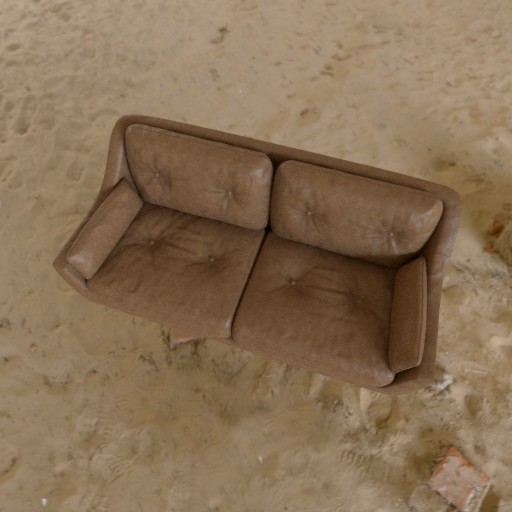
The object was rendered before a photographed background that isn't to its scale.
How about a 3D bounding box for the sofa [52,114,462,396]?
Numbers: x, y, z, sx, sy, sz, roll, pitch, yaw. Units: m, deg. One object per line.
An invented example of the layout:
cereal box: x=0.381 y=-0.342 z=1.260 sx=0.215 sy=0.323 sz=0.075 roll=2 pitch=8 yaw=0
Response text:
sofa: x=0.000 y=0.000 z=2.357 sx=1.902 sy=0.839 sz=0.904 roll=16 pitch=60 yaw=9
